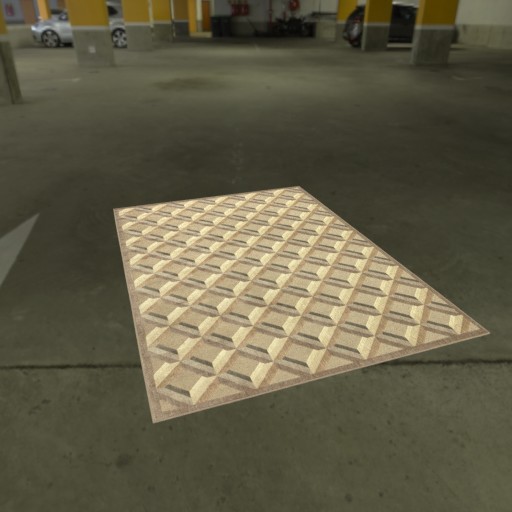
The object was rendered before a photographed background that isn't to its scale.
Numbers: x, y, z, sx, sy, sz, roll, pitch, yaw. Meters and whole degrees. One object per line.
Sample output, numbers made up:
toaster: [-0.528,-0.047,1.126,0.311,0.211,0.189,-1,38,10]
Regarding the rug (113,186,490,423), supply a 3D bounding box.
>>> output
rug: [0.000,0.000,4.167,2.382,0.018,3.294,-10,30,-17]
